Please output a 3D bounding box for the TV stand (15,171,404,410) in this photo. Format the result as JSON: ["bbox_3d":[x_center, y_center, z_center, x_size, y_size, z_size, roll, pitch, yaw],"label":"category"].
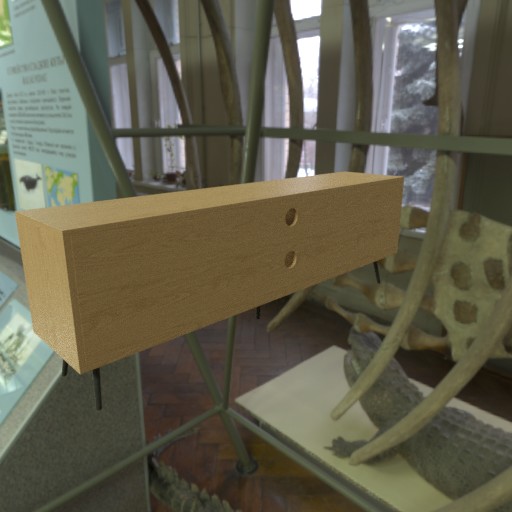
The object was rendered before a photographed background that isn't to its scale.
[{"bbox_3d":[0.000,0.000,1.930,1.760,0.580,0.400,-15,22,-42],"label":"TV stand"}]
